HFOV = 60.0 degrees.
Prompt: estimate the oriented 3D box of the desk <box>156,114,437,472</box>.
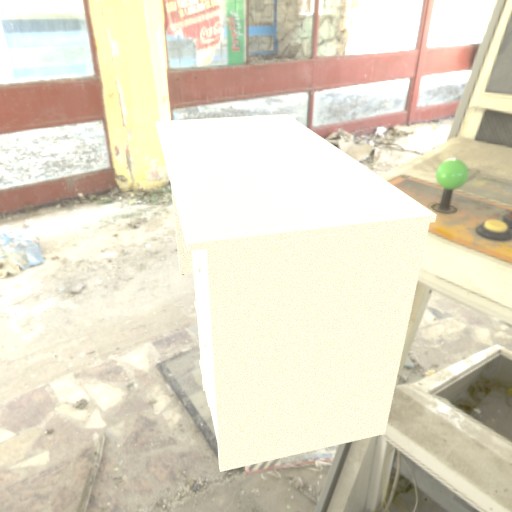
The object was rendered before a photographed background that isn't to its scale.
[{"bbox_3d":[0.000,0.000,1.580,0.560,0.735,1.097,-7,30,-12],"label":"desk"}]
